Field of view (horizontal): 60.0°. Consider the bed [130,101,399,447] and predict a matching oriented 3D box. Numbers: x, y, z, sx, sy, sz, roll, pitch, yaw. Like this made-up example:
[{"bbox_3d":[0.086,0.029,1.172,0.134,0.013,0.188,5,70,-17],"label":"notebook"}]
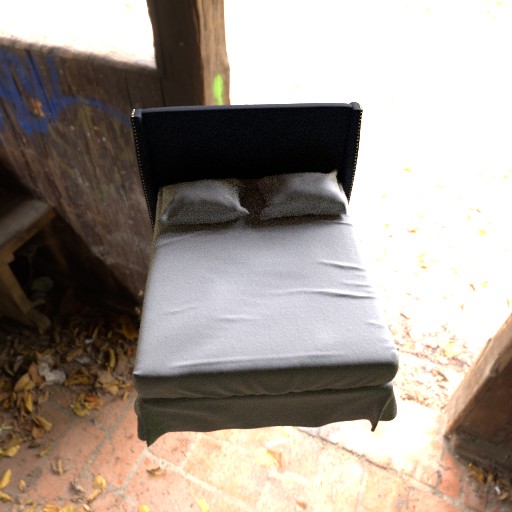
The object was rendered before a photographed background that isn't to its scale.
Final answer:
[{"bbox_3d":[0.000,0.000,3.370,1.925,1.332,2.276,-3,46,-3],"label":"bed"}]
